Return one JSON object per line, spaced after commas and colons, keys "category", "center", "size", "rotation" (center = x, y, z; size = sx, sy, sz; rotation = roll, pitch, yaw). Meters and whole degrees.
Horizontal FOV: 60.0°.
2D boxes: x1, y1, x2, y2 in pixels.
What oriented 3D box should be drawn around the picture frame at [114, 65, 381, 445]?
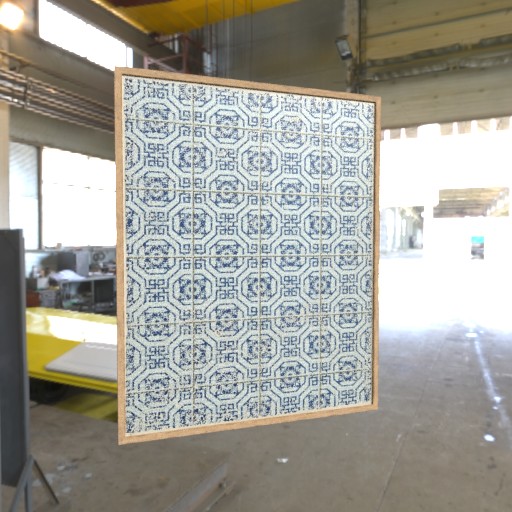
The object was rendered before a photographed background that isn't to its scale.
{"category": "picture frame", "center": [0.000, 0.000, 0.701], "size": [0.421, 0.526, 0.046], "rotation": [-1, 2, -18]}
